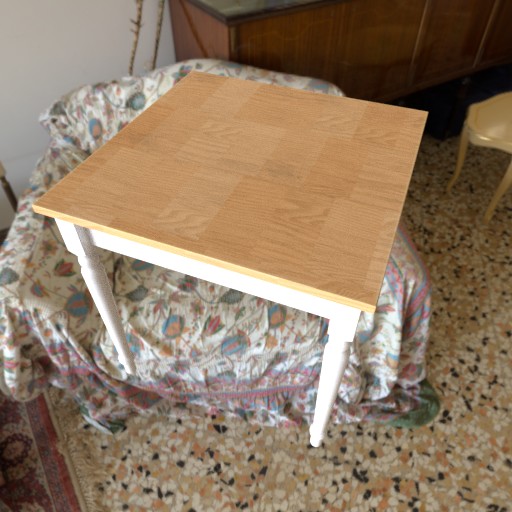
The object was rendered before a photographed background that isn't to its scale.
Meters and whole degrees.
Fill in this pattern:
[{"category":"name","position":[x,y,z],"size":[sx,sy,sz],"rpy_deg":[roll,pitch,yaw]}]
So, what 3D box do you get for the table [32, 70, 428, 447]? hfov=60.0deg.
[{"category":"table","position":[0.000,0.000,1.366],"size":[0.747,0.738,0.747],"rpy_deg":[16,48,15]}]
